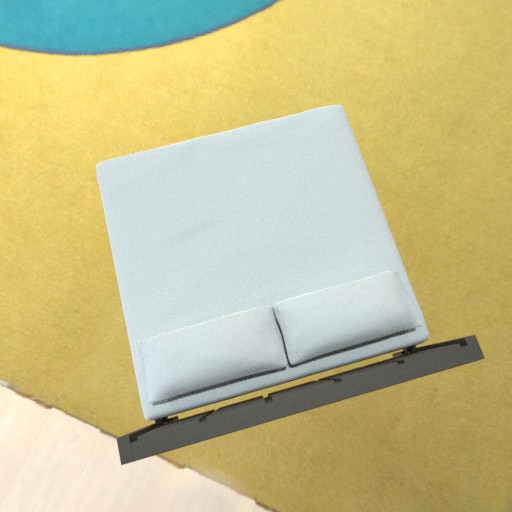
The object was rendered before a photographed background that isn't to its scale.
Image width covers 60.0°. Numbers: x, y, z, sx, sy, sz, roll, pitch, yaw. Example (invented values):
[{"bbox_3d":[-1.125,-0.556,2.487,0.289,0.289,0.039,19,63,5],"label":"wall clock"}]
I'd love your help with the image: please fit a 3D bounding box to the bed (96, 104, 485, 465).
[{"bbox_3d":[0.000,0.000,3.385,2.143,1.261,2.238,-15,75,-4],"label":"bed"}]
